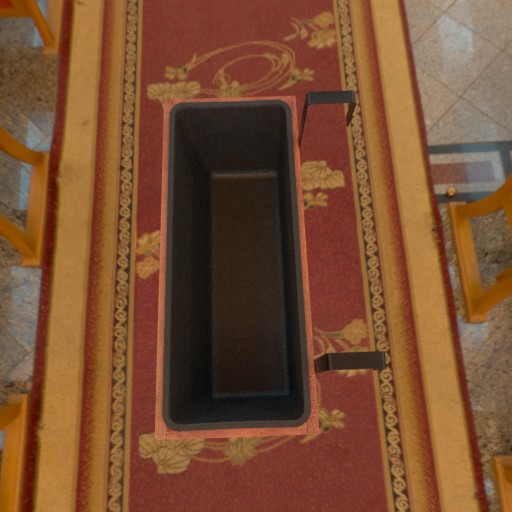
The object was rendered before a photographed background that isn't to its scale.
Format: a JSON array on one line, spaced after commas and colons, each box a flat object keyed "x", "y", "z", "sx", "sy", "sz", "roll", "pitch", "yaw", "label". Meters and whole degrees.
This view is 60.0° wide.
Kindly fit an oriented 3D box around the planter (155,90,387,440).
[{"x": 0.000, "y": 0.000, "z": 0.644, "sx": 0.262, "sy": 0.289, "sz": 0.480, "roll": -2, "pitch": 73, "yaw": -1, "label": "planter"}]
